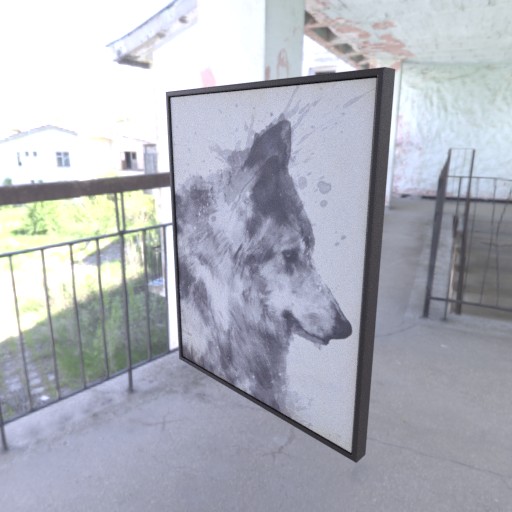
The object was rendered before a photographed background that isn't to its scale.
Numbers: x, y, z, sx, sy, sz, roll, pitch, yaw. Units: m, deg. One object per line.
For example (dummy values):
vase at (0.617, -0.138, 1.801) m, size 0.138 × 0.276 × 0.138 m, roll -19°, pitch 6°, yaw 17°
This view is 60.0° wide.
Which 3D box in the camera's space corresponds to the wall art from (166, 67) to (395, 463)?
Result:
wall art at (0.000, 0.000, 0.753) m, size 0.028 × 0.551 × 0.451 m, roll -15°, pitch 21°, yaw -43°
